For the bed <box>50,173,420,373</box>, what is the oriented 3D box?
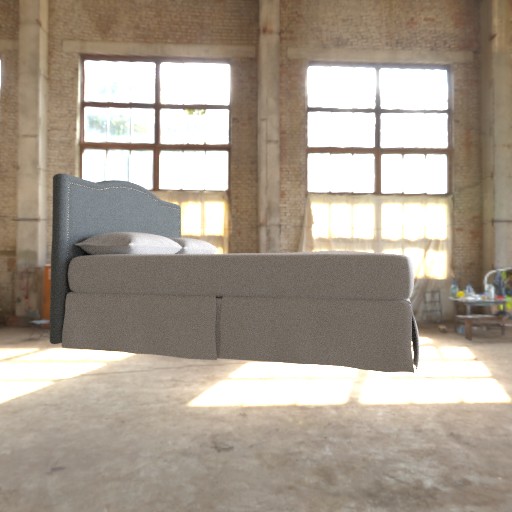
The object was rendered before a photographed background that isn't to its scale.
[{"bbox_3d":[0.000,0.000,4.004,2.689,1.457,2.161,0,-1,16],"label":"bed"}]
